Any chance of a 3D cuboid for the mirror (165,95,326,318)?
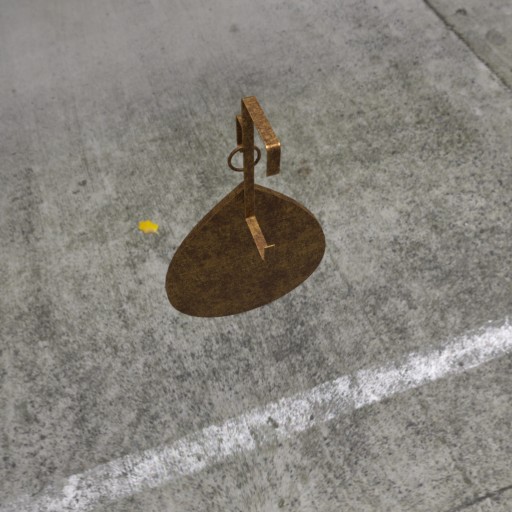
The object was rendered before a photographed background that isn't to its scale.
[{"bbox_3d":[0.000,0.000,0.920,0.405,0.744,0.144,-16,60,-10],"label":"mirror"}]
